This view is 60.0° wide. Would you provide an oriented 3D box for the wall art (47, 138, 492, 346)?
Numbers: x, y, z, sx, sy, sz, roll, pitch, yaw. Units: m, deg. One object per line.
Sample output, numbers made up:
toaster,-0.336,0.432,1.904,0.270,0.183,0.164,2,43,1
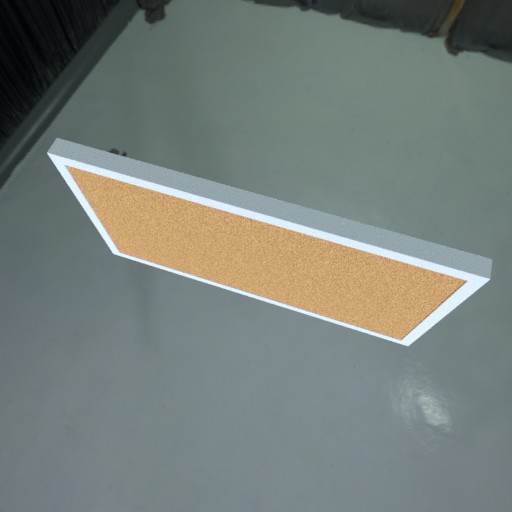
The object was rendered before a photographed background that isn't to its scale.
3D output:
wall art,0.000,0.000,0.975,0.812,0.431,0.038,17,65,8
